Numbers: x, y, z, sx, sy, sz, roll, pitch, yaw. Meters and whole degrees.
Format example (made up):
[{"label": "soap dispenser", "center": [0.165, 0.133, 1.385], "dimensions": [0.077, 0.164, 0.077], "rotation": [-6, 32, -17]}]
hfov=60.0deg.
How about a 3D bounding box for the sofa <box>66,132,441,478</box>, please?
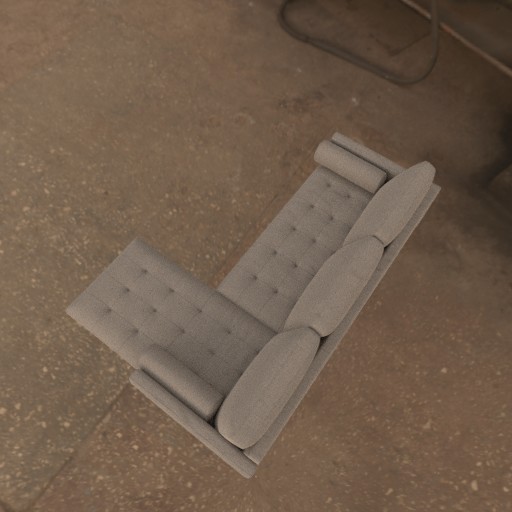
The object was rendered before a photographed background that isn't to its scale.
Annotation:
[{"label": "sofa", "center": [0.000, 0.000, 2.922], "dimensions": [1.506, 0.875, 2.178], "rotation": [33, 68, 15]}]
